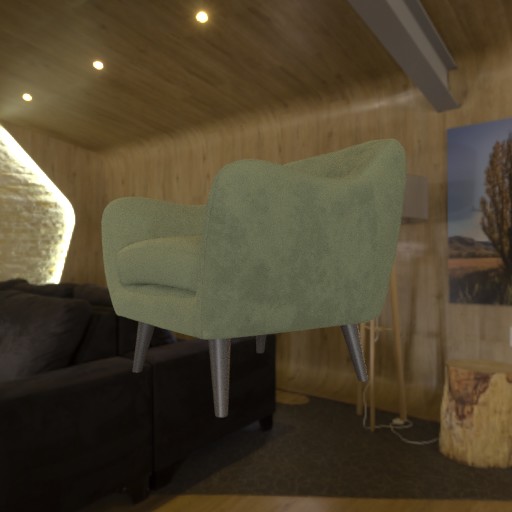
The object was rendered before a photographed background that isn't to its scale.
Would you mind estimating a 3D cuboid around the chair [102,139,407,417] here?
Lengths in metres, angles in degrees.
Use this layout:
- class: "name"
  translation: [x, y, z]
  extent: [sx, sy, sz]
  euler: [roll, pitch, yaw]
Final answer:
- class: "chair"
  translation: [0.000, 0.000, 1.515]
  extent: [0.819, 0.804, 0.840]
  euler: [0, -1, -37]
